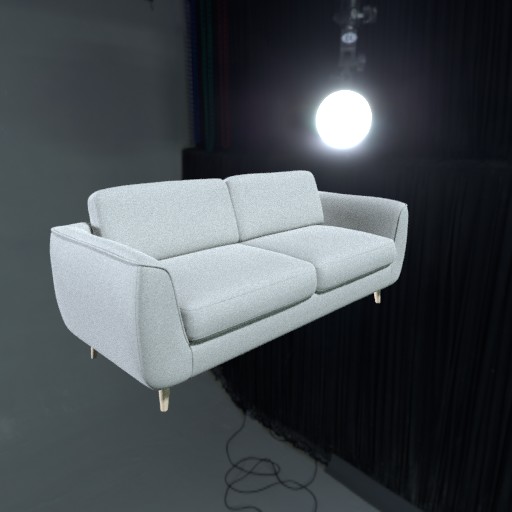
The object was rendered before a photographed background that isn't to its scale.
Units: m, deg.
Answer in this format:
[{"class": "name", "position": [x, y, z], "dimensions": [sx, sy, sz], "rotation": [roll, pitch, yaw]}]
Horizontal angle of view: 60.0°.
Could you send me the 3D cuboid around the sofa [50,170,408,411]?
[{"class": "sofa", "position": [0.000, 0.000, 2.495], "dimensions": [0.920, 0.850, 2.000], "rotation": [15, 21, 43]}]
